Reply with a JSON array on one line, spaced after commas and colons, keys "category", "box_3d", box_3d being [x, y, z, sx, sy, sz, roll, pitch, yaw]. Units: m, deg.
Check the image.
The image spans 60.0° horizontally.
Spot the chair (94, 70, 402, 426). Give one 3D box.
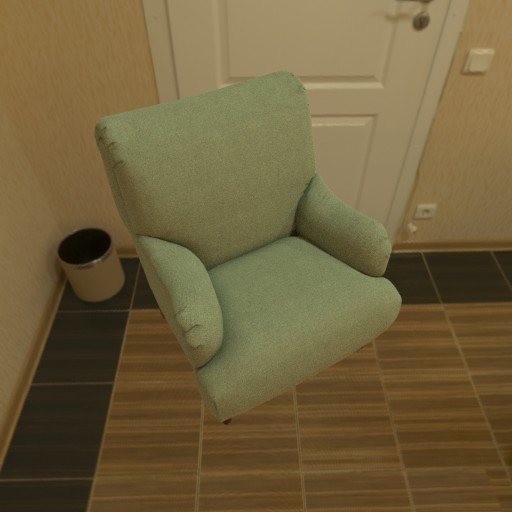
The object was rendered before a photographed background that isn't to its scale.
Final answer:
[{"category": "chair", "box_3d": [0.000, 0.000, 1.999, 0.964, 1.178, 1.060, -23, 51, -20]}]
